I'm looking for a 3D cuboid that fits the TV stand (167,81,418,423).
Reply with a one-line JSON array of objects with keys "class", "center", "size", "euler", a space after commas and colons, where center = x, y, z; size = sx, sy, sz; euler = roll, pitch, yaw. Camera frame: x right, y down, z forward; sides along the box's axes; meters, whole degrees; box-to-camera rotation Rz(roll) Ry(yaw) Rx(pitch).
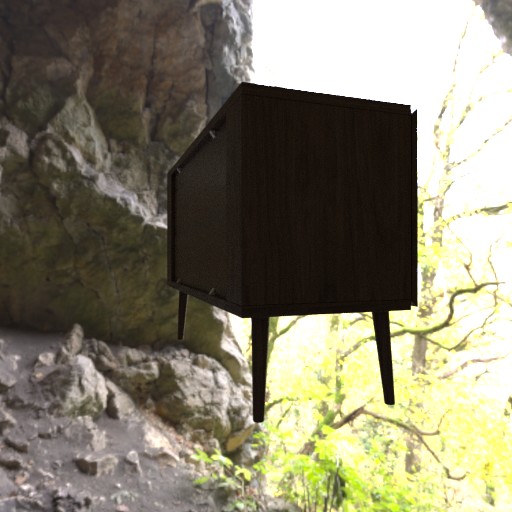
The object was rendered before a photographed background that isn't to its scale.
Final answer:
[{"class": "TV stand", "center": [0.000, 0.000, 1.371], "size": [0.405, 0.660, 0.990], "euler": [0, 0, -19]}]
